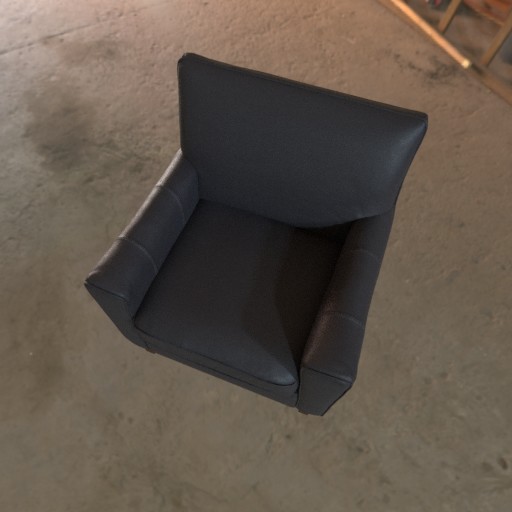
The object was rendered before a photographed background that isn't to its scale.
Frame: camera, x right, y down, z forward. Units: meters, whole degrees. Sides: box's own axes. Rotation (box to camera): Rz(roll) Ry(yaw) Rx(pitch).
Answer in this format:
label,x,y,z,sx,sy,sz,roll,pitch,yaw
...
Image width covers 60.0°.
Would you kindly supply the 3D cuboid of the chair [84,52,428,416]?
label,x,y,z,sx,sy,sz,roll,pitch,yaw
chair,0.000,0.000,1.599,0.870,0.943,0.825,19,61,11
